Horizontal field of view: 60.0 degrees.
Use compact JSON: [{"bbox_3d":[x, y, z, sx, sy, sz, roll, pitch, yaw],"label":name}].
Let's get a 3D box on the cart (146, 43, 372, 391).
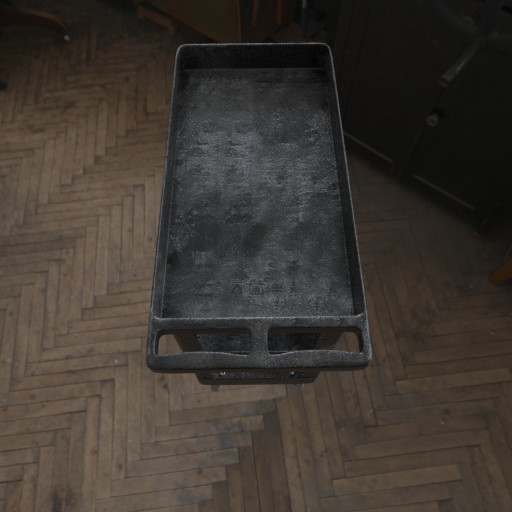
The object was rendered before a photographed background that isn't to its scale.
[{"bbox_3d":[0.000,0.000,1.369,0.420,0.824,0.877,-1,63,0],"label":"cart"}]
